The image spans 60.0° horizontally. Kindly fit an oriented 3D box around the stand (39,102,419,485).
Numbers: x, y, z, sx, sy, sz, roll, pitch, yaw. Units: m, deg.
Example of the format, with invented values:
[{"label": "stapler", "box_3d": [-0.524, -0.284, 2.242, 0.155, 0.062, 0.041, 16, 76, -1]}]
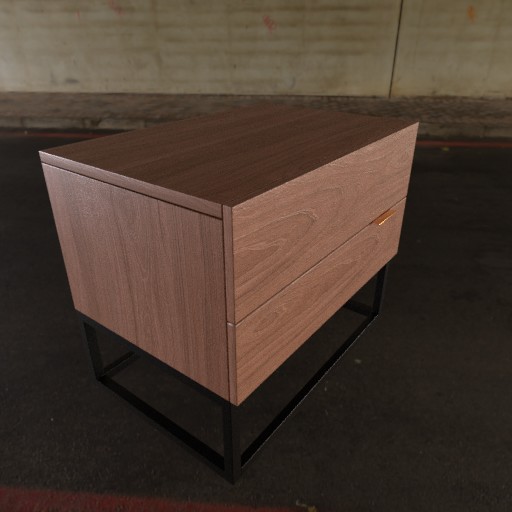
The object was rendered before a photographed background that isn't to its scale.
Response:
[{"label": "stand", "box_3d": [0.000, 0.000, 0.927, 0.420, 0.500, 0.600, 20, 34, 32]}]
